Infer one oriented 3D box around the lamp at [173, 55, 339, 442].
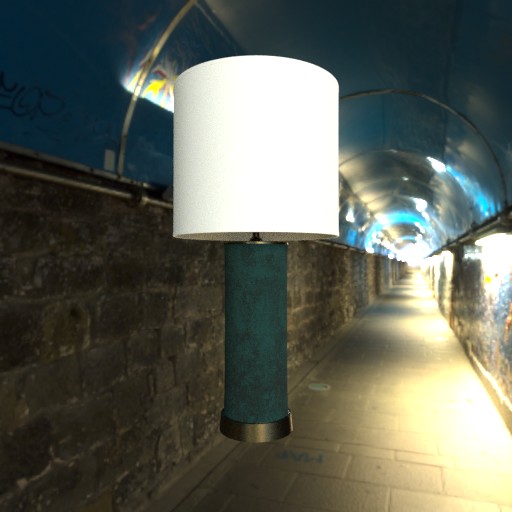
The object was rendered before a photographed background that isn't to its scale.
[{"bbox_3d":[0.000,0.000,0.816,0.301,0.630,0.301,0,-1,35],"label":"lamp"}]
